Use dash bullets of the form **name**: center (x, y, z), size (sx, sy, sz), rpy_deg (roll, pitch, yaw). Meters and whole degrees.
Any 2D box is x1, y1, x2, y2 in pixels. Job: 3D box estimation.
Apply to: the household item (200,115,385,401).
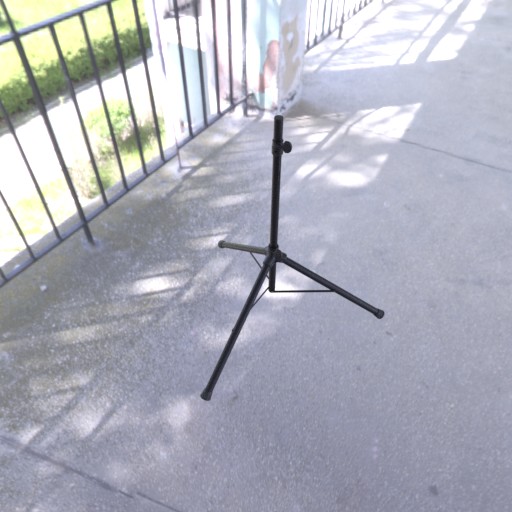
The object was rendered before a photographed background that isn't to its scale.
- **household item**: center (0.000, 0.000, 1.872), size (1.045, 1.136, 0.907), rpy_deg (25, 52, 22)
